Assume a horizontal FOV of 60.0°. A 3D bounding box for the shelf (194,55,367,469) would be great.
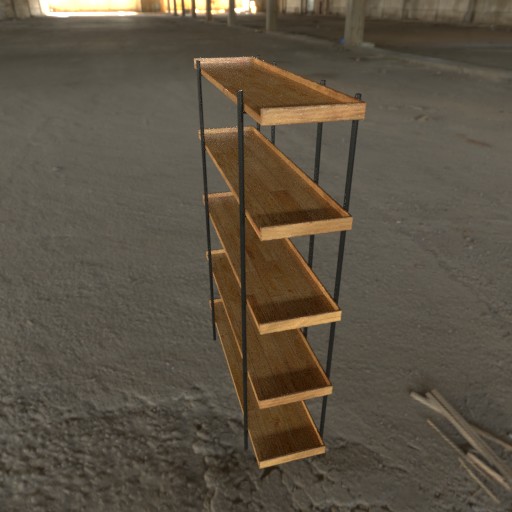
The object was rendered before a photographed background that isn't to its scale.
[{"bbox_3d":[0.000,0.000,2.354,0.379,1.826,1.371,-8,31,-13],"label":"shelf"}]
